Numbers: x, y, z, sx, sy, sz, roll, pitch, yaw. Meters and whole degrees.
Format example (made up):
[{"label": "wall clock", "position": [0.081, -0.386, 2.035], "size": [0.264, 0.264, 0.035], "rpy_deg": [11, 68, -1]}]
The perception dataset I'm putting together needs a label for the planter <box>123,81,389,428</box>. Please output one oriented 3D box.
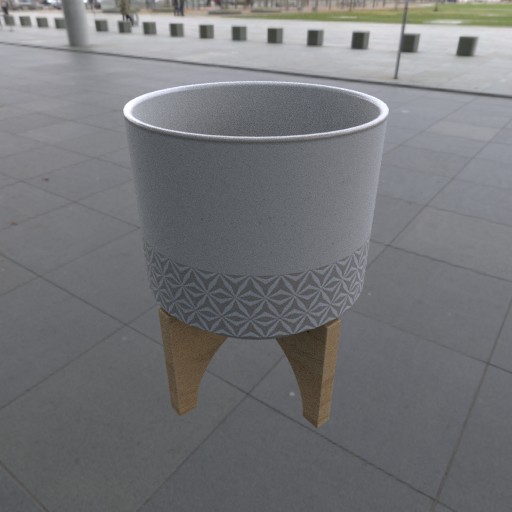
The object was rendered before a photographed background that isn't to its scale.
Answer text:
[{"label": "planter", "position": [0.000, 0.000, 0.389], "size": [0.188, 0.260, 0.188], "rpy_deg": [0, 30, 0]}]
